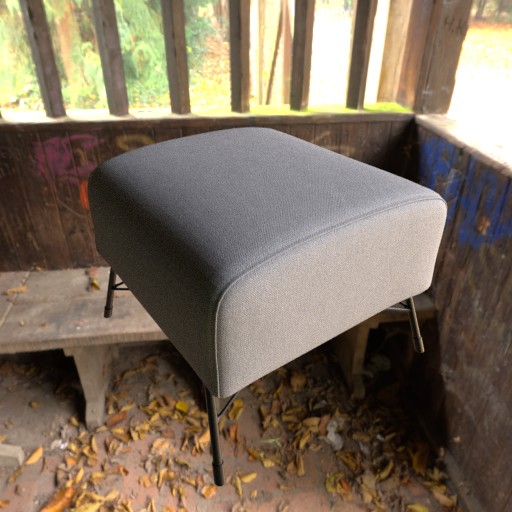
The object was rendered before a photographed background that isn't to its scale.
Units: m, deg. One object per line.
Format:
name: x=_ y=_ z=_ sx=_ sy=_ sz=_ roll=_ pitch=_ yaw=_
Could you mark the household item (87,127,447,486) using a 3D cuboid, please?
household item: x=0.000 y=0.000 z=0.909 sx=0.530 sy=0.410 sz=0.530 roll=-21 pitch=37 yaw=-30
